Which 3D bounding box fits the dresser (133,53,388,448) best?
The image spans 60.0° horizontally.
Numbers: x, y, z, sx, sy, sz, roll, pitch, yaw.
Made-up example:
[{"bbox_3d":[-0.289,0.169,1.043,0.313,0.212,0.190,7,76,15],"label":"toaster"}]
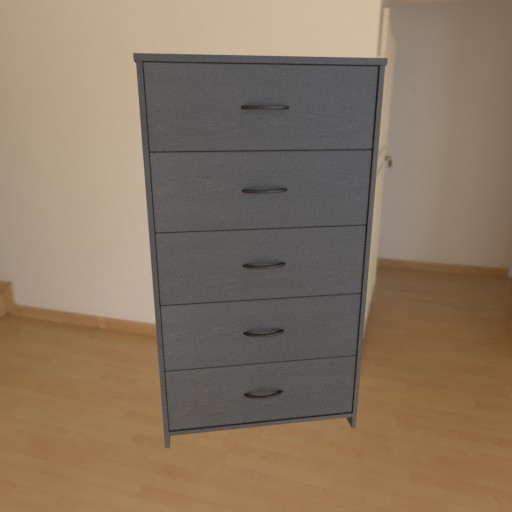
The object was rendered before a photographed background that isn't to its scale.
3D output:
[{"bbox_3d":[0.000,0.000,1.563,0.704,1.255,0.399,-3,18,-8],"label":"dresser"}]
